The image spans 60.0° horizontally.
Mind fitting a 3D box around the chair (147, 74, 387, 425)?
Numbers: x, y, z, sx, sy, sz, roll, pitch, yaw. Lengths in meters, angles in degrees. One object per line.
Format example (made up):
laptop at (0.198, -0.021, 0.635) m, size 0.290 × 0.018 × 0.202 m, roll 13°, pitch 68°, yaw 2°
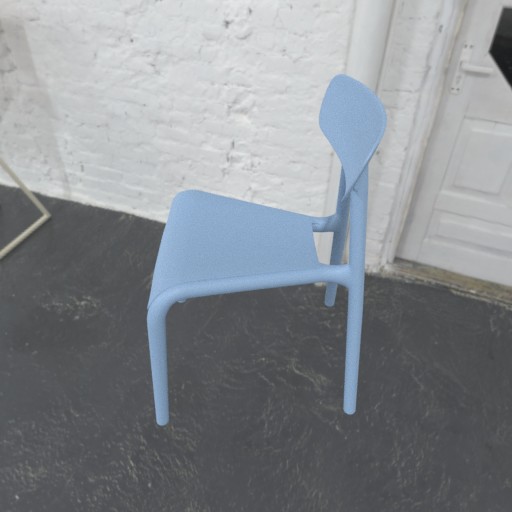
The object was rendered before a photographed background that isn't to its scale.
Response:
chair at (0.000, 0.000, 0.827) m, size 0.401 × 0.580 × 0.356 m, roll 0°, pitch 41°, yaw -1°
